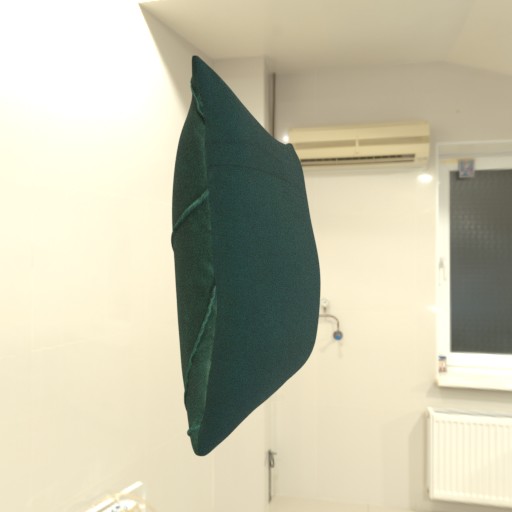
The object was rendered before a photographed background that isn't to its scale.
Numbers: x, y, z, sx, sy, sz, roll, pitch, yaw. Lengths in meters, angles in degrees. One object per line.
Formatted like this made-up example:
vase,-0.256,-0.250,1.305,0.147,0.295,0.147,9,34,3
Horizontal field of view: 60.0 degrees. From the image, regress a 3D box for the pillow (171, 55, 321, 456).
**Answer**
pillow,0.000,0.000,0.675,0.184,0.440,0.439,0,0,18
